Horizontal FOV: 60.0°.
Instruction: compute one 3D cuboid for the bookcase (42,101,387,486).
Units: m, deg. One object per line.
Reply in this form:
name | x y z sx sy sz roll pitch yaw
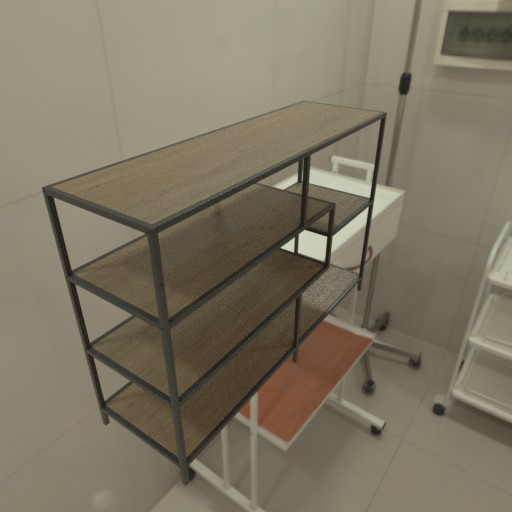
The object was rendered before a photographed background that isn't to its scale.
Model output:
bookcase | 0.000 0.000 1.487 0.350 0.780 1.140 20 36 30
